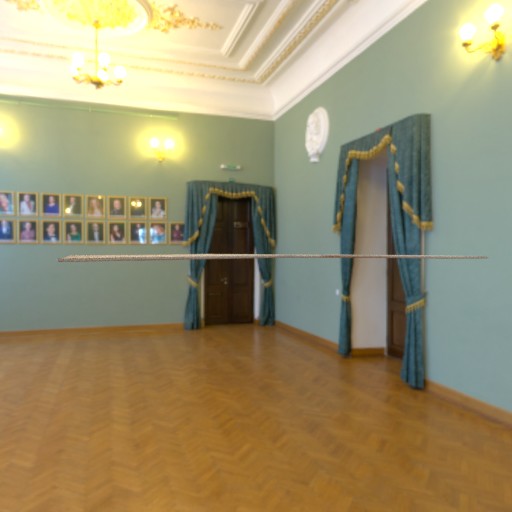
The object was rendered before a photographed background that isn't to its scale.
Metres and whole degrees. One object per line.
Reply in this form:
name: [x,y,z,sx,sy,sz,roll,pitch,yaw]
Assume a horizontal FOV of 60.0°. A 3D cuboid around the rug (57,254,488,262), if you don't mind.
rug: [0.000,0.000,2.954,2.342,0.030,1.609,0,1,-20]
